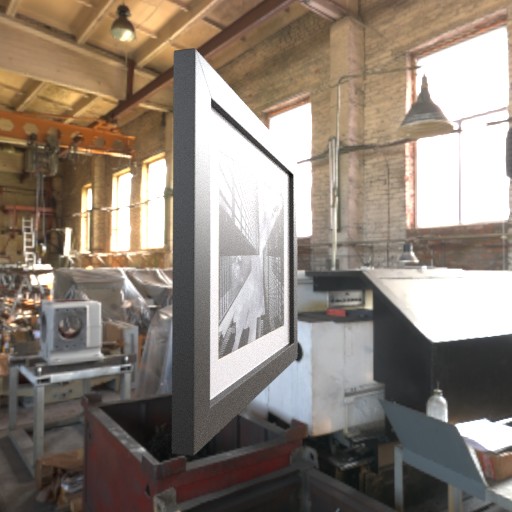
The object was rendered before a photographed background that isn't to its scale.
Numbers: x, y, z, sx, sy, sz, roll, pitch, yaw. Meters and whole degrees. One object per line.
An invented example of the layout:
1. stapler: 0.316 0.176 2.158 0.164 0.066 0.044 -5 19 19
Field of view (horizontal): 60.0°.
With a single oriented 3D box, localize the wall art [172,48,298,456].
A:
1. wall art: 0.000 0.000 0.762 0.031 0.457 0.558 0 -2 17
